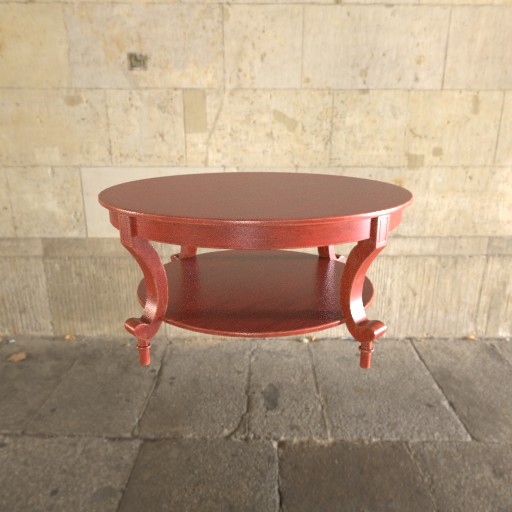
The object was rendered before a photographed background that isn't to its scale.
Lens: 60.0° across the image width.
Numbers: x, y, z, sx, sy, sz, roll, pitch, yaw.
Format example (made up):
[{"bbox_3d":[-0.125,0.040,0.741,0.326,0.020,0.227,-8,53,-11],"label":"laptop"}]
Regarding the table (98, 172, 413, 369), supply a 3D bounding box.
[{"bbox_3d":[0.000,0.000,1.588,1.029,0.486,1.029,0,17,0],"label":"table"}]
